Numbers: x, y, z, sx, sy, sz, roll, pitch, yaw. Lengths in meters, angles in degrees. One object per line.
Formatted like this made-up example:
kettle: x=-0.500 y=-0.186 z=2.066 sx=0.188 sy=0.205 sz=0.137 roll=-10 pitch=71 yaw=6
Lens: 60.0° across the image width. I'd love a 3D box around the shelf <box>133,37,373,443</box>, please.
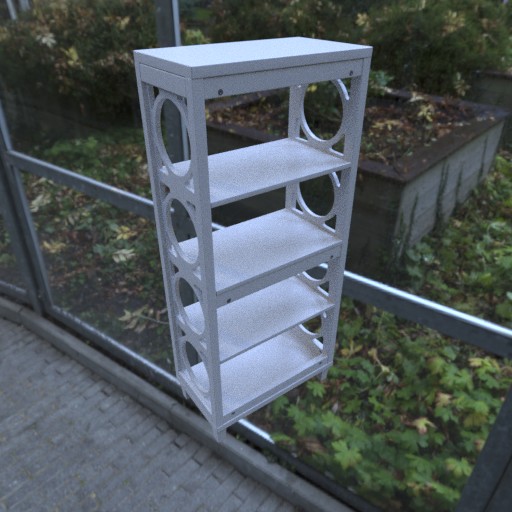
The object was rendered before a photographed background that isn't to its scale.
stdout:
shelf: x=0.000 y=0.000 z=1.652 sx=0.611 sy=1.411 sz=0.340 roll=-21 pitch=37 yaw=-30
